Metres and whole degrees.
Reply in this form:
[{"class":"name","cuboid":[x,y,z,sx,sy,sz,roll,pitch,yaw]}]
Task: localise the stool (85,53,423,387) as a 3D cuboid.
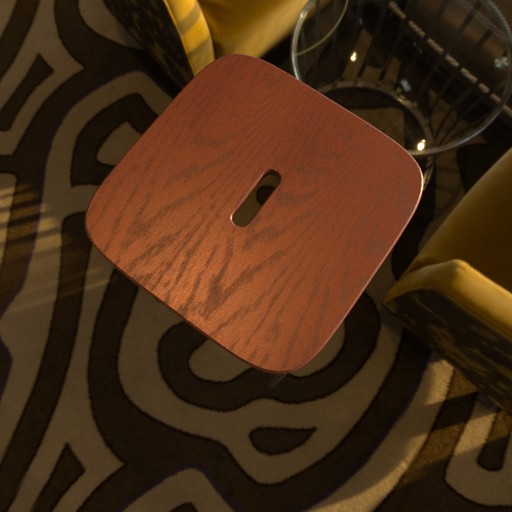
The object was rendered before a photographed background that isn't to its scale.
[{"class":"stool","cuboid":[0.000,0.000,0.872,0.376,0.610,0.376,35,78,8]}]
